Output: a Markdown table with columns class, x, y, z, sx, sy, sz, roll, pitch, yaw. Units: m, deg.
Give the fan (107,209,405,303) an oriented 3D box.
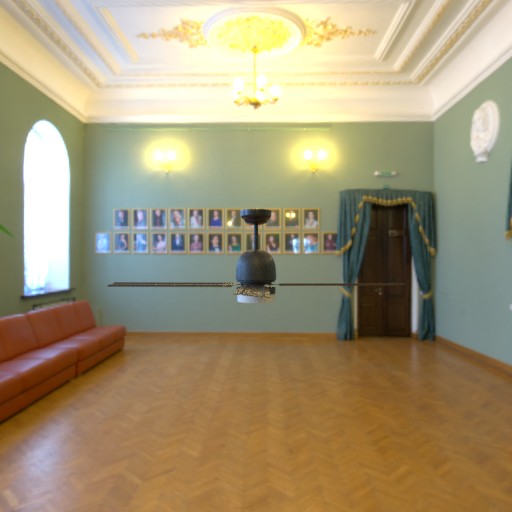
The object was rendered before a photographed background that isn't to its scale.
| class | x | y | z | sx | sy | sz | roll | pitch | yaw |
| --- | --- | --- | --- | --- | --- | --- | --- | --- | --- |
| fan | 0.000 | 0.000 | 2.003 | 1.319 | 0.410 | 1.319 | 0 | -1 | 0 |
